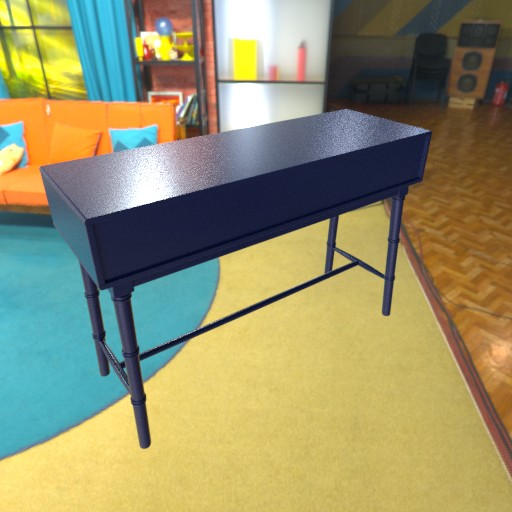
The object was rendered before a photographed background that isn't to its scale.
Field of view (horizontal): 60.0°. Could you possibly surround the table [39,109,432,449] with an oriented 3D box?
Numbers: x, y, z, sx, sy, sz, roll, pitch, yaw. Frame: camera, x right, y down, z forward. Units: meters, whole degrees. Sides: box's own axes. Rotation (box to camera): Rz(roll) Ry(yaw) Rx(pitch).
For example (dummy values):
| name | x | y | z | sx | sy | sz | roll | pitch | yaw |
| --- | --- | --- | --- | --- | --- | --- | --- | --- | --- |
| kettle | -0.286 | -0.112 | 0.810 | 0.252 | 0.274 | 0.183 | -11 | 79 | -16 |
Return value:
| name | x | y | z | sx | sy | sz | roll | pitch | yaw |
| --- | --- | --- | --- | --- | --- | --- | --- | --- | --- |
| table | 0.000 | 0.000 | 1.484 | 1.118 | 0.749 | 0.399 | -20 | 36 | -30 |
